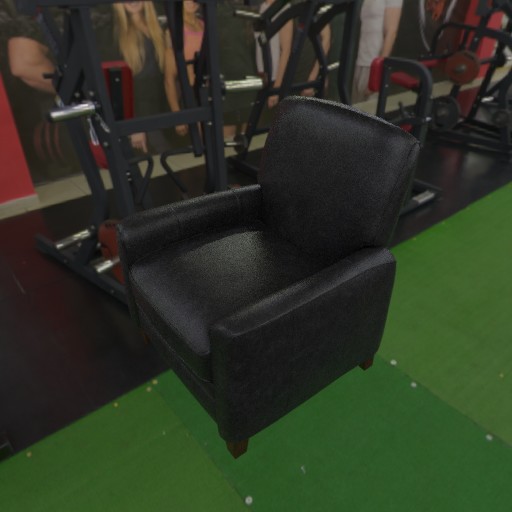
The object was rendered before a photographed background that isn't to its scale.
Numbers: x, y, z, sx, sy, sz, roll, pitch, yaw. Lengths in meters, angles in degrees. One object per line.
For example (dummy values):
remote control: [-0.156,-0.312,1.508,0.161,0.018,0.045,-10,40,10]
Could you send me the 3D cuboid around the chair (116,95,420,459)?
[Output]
chair: [0.000,0.000,1.699,0.864,1.014,0.848,-23,40,-30]
